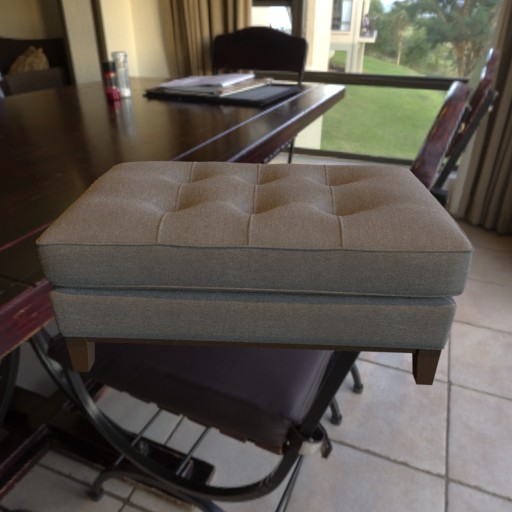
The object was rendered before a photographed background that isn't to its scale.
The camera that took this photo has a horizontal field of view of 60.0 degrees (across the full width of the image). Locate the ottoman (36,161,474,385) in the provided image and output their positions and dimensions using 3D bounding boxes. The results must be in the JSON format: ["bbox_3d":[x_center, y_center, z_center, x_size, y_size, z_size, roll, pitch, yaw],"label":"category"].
[{"bbox_3d":[0.000,0.000,1.478,1.143,0.514,0.648,1,29,3],"label":"ottoman"}]
